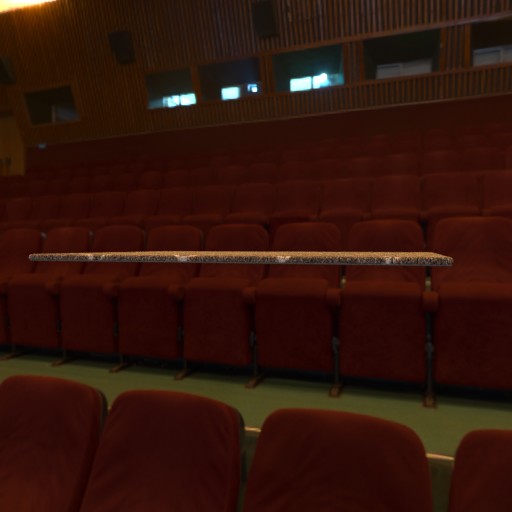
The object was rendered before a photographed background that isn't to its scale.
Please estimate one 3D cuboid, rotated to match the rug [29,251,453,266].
[{"bbox_3d":[0.000,0.000,2.299,1.778,0.030,1.219,0,1,19],"label":"rug"}]
